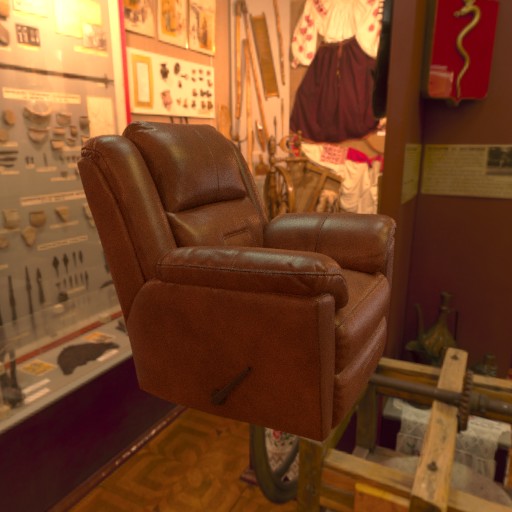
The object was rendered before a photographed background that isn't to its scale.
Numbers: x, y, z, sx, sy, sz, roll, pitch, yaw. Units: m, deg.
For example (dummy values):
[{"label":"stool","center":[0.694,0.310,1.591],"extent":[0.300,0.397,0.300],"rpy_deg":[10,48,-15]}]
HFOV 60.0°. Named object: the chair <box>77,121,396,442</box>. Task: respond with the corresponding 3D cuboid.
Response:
[{"label":"chair","center":[0.000,0.000,1.872],"extent":[1.041,1.093,0.990],"rpy_deg":[8,17,28]}]
